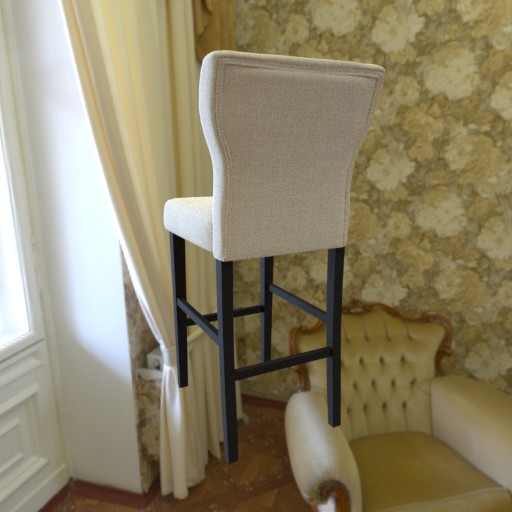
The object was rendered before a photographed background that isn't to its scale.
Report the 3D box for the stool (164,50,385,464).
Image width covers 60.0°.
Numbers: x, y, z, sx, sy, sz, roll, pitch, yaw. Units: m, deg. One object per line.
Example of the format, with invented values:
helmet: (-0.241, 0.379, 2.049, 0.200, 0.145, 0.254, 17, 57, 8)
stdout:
stool: (0.000, 0.000, 1.454, 0.516, 1.124, 0.603, -7, 15, -27)
